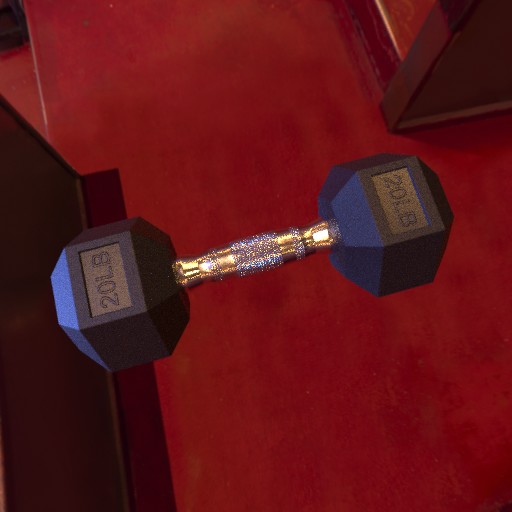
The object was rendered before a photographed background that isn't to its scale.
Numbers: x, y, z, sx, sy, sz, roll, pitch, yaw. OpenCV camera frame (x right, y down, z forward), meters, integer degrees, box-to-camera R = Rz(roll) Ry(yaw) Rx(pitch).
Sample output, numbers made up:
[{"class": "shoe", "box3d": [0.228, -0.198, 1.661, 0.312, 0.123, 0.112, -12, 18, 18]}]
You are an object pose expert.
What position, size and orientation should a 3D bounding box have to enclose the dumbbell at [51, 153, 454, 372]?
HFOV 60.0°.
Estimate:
[{"class": "dumbbell", "box3d": [0.000, 0.000, 0.324, 0.272, 0.092, 0.106, -15, 77, -4]}]
